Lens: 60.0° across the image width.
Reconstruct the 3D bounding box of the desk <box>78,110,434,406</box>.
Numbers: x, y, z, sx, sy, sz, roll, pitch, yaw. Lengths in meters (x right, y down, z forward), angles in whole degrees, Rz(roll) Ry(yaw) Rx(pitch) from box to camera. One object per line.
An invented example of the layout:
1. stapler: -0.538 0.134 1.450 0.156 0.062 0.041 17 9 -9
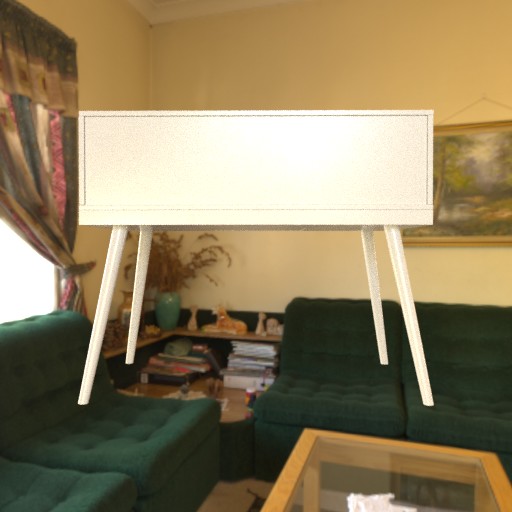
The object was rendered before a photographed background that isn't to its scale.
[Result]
1. desk: 0.000 0.000 1.754 1.199 0.990 0.559 0 1 1
